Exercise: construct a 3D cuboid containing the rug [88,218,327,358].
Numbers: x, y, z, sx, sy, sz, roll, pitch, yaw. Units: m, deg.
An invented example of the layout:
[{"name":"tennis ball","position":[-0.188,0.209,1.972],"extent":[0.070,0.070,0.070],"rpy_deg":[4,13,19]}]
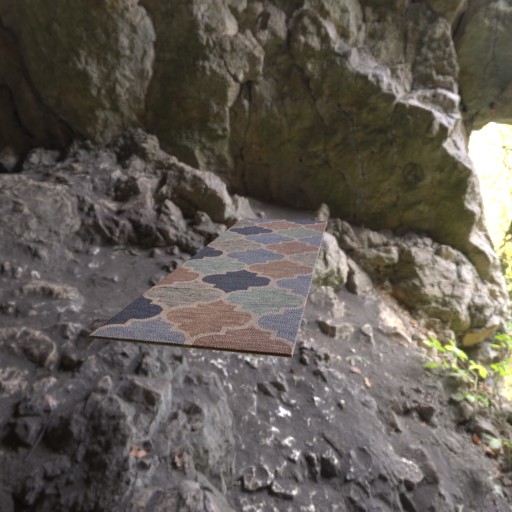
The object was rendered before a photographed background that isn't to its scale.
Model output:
[{"name":"rug","position":[0.000,0.000,2.498],"extent":[0.687,0.011,2.287],"rpy_deg":[3,15,11]}]
